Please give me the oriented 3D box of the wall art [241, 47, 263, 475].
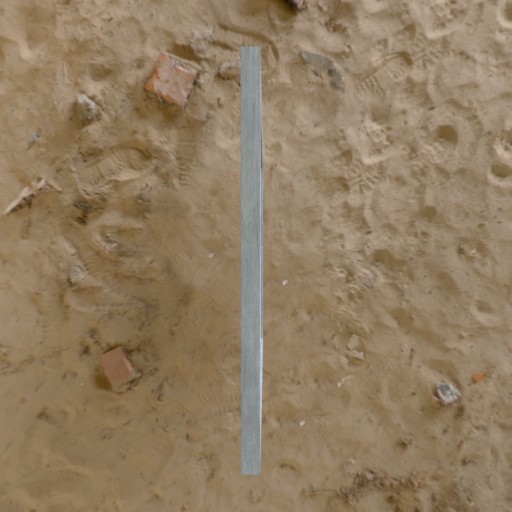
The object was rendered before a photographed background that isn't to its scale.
[{"bbox_3d":[0.000,0.000,0.786,0.022,0.582,0.479,0,92,1],"label":"wall art"}]
